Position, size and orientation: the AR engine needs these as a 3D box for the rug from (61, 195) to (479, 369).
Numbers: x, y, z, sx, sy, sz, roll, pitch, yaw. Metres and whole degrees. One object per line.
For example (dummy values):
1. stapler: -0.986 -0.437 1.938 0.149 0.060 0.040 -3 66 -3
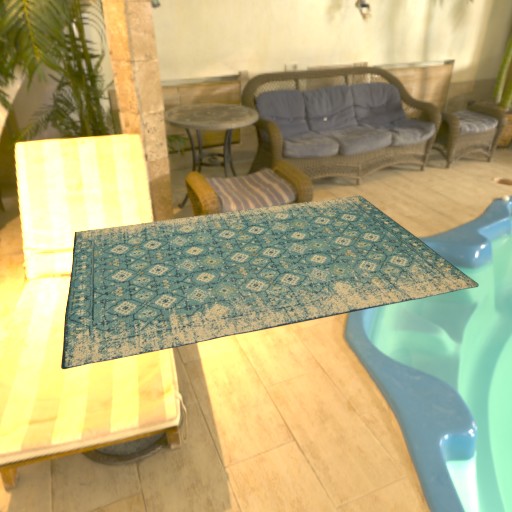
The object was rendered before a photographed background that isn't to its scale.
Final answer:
1. rug: 0.000 0.000 3.071 2.449 0.015 1.530 -9 31 -15
